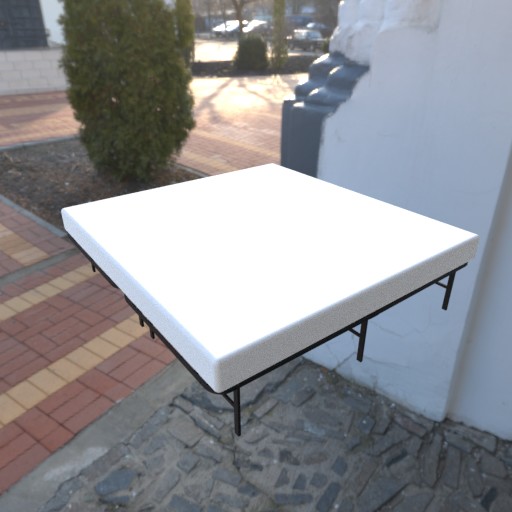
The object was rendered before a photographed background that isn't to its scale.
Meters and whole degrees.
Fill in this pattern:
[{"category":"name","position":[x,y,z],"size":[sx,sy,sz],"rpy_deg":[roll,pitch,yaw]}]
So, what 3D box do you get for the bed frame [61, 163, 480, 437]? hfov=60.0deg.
[{"category":"bed frame","position":[0.000,0.000,3.035],"size":[1.935,0.525,2.033],"rpy_deg":[-19,33,-32]}]
